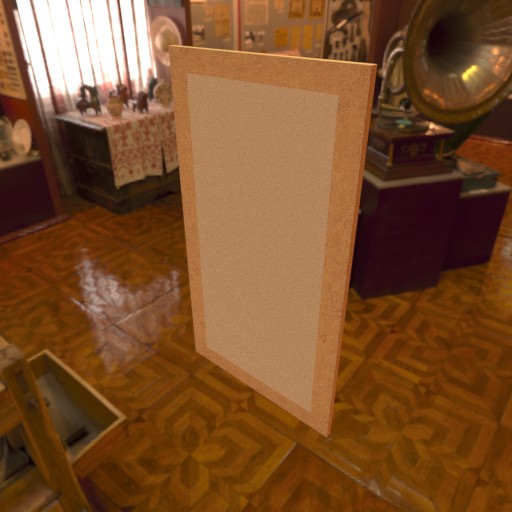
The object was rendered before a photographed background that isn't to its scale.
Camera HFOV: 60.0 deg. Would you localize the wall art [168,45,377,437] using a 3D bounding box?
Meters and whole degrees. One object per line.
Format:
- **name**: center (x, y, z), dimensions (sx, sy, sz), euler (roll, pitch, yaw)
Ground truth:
- **wall art**: center (0.000, 0.000, 0.818), dimensions (0.381, 0.683, 0.013), euler (23, 38, 34)
